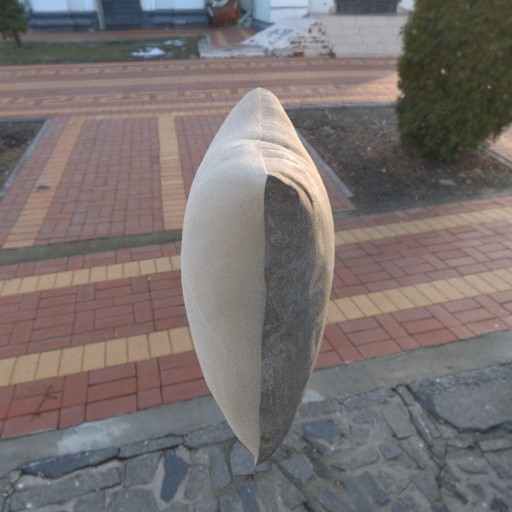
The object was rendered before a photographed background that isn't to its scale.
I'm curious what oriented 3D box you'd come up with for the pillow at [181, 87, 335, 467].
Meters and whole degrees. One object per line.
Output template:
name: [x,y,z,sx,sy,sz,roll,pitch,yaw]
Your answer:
pillow: [0.000,0.000,0.723,0.245,0.448,0.450,1,31,1]
